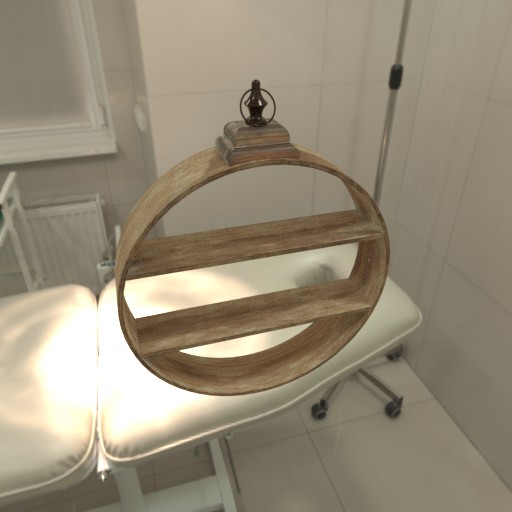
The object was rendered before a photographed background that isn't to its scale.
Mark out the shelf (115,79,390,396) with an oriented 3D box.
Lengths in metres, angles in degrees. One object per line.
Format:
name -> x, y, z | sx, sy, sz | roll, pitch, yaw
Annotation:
shelf -> 0.000, 0.000, 0.964 | 0.601, 0.725, 0.125 | -9, 33, -15
